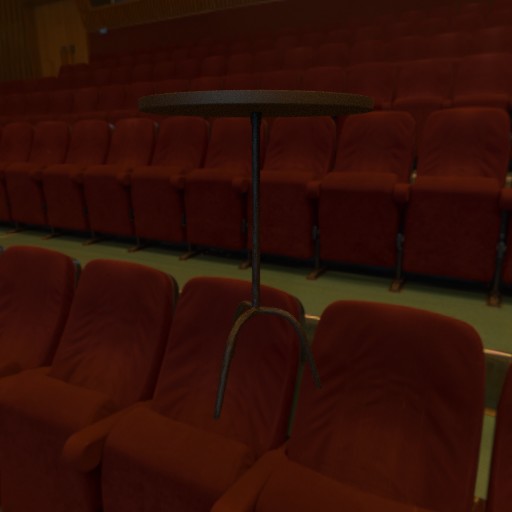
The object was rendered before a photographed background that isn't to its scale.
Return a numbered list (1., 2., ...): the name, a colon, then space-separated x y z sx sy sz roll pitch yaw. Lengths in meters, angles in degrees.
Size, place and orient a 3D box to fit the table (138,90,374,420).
1. table: 0.000 0.000 1.064 0.502 0.700 0.502 8 17 26
